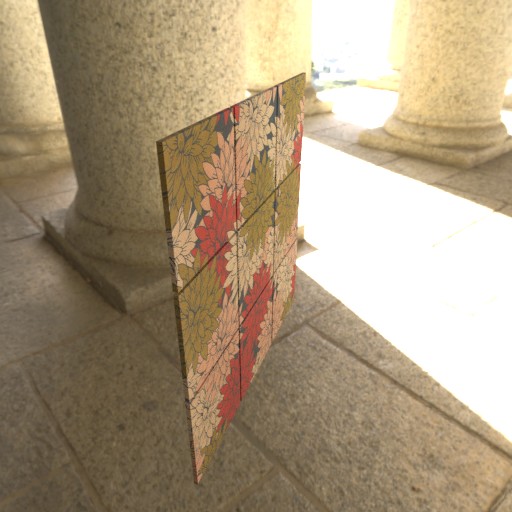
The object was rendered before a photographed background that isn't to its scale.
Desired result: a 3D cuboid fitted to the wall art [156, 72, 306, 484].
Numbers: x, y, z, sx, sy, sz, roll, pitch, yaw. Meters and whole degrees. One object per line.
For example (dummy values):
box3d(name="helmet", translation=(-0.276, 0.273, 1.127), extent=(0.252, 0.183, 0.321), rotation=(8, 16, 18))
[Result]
box3d(name="wall art", translation=(0.000, 0.000, 1.322), extent=(0.013, 0.913, 0.904), rotation=(11, 31, 18))
